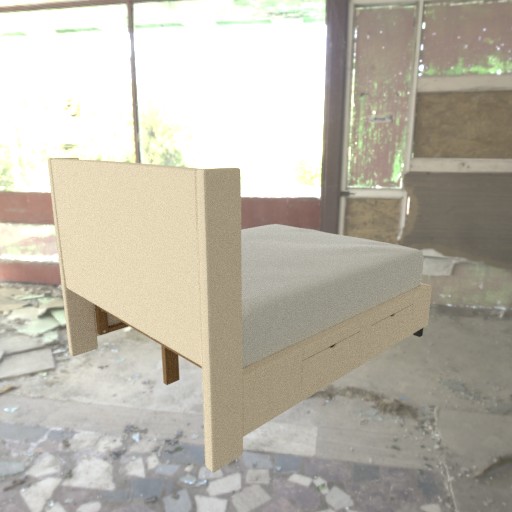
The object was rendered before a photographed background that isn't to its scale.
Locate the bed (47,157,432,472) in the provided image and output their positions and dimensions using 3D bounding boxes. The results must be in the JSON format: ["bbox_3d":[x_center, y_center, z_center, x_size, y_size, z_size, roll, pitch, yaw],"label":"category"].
[{"bbox_3d":[0.000,0.000,3.363,2.280,1.471,1.765,-14,20,-42],"label":"bed"}]
